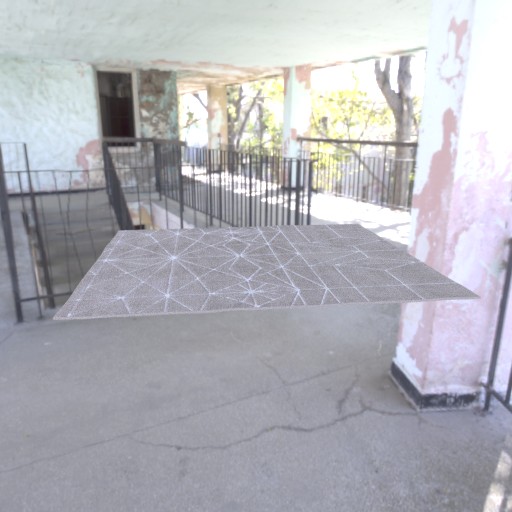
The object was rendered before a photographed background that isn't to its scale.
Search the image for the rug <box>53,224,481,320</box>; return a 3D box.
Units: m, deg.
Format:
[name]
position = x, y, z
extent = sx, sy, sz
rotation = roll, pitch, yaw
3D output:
[rug]
position = 0.000, 0.000, 0.911
extent = 0.639, 0.006, 0.548
rotation = -2, 16, -7
